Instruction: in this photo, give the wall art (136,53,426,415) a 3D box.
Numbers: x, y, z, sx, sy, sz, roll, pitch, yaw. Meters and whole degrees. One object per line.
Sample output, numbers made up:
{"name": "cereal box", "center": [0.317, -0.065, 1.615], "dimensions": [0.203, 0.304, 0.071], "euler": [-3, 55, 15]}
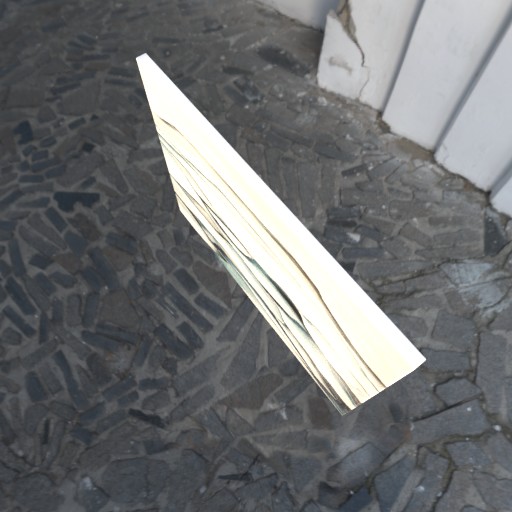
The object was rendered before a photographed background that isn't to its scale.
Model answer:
{"name": "wall art", "center": [0.000, 0.000, 1.605], "dimensions": [0.039, 0.915, 1.219], "euler": [-34, 69, -15]}
